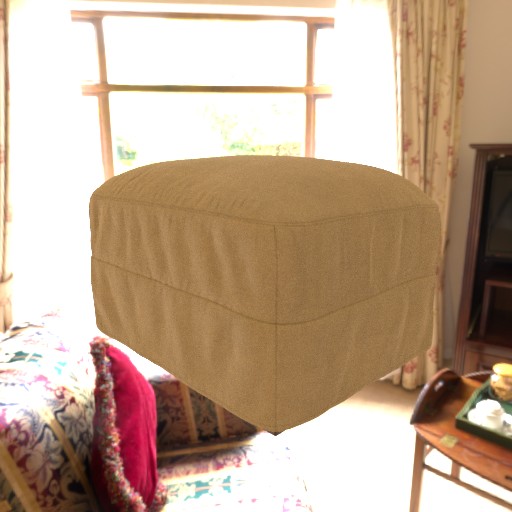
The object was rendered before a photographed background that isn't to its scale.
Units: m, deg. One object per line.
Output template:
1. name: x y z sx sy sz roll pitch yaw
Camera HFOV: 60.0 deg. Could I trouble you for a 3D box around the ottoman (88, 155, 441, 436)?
1. ottoman: 0.000 0.000 1.080 0.584 0.480 0.712 -12 18 -43
